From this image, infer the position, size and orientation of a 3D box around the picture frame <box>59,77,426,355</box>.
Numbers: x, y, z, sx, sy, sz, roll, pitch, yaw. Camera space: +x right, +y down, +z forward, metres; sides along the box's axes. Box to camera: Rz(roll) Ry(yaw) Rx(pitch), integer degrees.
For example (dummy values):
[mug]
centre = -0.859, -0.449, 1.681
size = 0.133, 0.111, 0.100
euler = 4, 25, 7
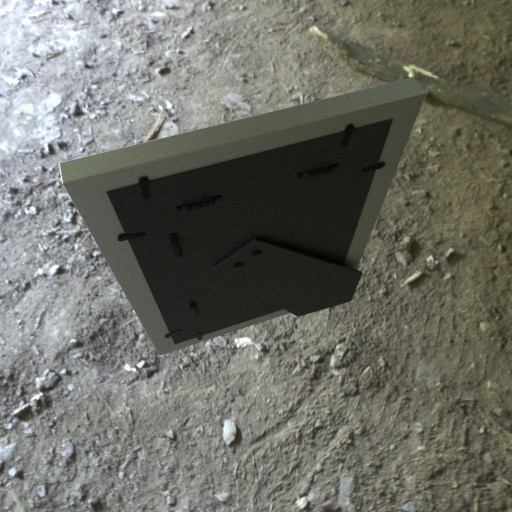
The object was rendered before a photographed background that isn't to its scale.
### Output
[picture frame]
centre = 0.000, 0.000, 0.521
size = 0.307, 0.386, 0.036
euler = -17, 60, -10
